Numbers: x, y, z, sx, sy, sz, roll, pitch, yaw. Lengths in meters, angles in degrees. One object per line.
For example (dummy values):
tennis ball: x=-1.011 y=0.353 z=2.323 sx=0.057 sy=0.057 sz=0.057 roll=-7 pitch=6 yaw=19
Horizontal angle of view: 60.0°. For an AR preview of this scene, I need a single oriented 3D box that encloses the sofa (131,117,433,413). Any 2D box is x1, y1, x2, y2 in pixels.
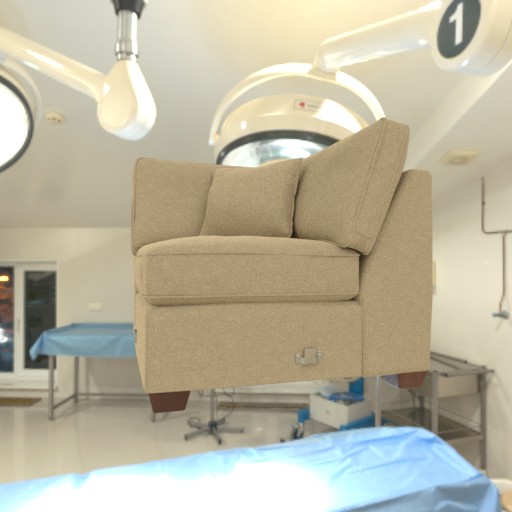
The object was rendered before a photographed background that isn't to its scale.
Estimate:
sofa: x=0.000 y=0.000 z=2.021 sx=1.084 sy=1.002 sz=1.146 roll=0 pitch=0 yaw=-17
